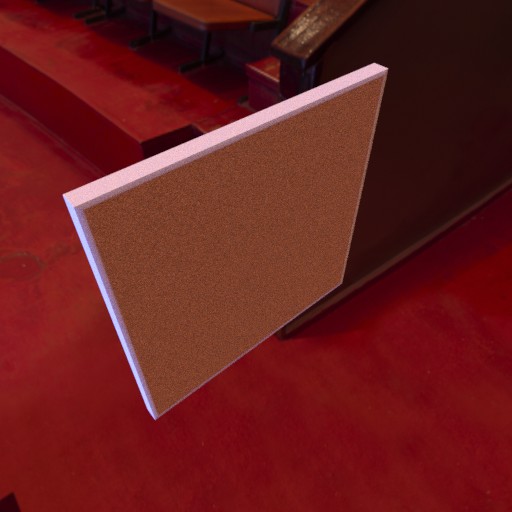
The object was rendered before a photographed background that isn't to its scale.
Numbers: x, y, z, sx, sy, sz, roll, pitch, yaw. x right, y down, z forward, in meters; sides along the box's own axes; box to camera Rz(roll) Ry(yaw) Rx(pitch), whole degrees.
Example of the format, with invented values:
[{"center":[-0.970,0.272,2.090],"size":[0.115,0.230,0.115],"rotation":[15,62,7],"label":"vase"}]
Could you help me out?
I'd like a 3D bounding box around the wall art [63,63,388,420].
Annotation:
[{"center":[0.000,0.000,1.137],"size":[0.768,0.765,0.041],"rotation":[-31,54,-27],"label":"wall art"}]
